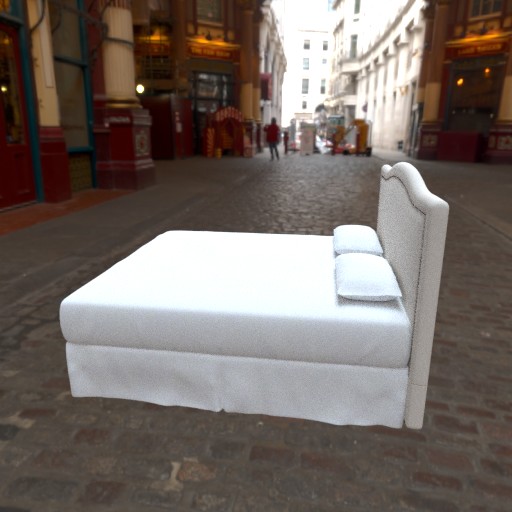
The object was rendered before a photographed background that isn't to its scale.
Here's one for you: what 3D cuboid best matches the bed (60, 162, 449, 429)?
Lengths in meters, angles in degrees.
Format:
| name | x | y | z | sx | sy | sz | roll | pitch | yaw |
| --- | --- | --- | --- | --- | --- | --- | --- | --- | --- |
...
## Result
| name | x | y | z | sx | sy | sz | roll | pitch | yaw |
| --- | --- | --- | --- | --- | --- | --- | --- | --- | --- |
| bed | 0.000 | 0.000 | 3.385 | 2.182 | 1.421 | 2.083 | 3 | 17 | 8 |
